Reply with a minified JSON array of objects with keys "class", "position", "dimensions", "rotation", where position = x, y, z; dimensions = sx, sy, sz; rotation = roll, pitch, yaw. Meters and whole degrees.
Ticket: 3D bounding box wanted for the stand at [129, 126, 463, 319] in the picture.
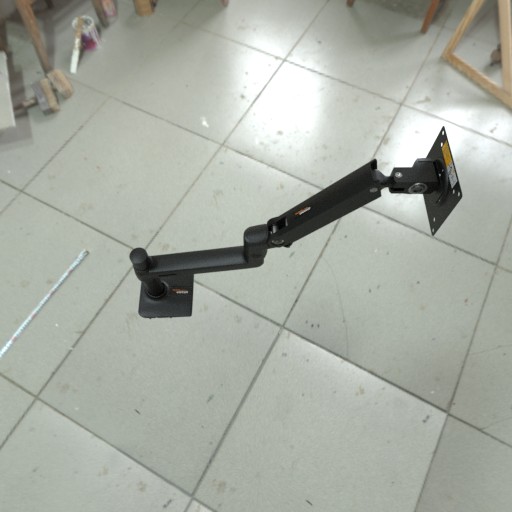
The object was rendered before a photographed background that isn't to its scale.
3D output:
[{"class":"stand","position":[0.000,0.000,1.048],"dimensions":[0.650,0.713,0.152],"rotation":[-1,64,0]}]
